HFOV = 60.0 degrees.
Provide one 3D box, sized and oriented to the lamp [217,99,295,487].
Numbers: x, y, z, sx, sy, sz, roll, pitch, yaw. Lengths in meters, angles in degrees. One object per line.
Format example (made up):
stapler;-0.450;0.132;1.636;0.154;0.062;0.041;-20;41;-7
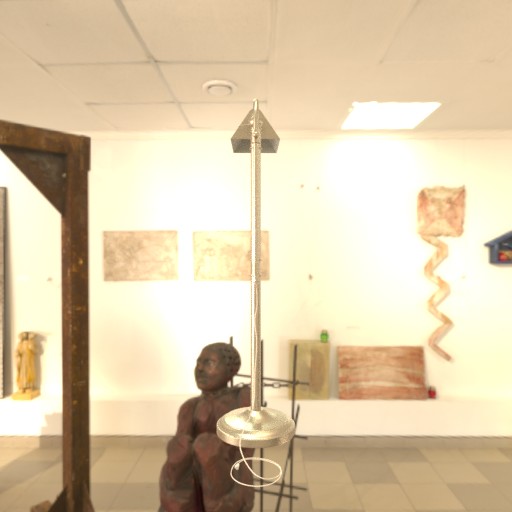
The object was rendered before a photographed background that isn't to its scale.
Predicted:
lamp;0.000;0.000;0.953;0.159;0.708;0.546;0;1;0
